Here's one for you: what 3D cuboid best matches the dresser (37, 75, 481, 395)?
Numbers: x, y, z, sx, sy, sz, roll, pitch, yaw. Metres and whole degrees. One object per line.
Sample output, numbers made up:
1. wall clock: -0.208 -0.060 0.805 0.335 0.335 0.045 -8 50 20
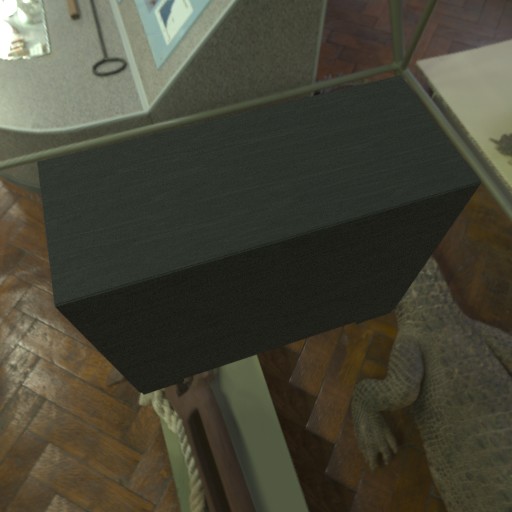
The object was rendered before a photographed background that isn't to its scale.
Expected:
1. dresser: 0.000 0.000 1.420 0.994 0.816 0.404 -16 61 -9
